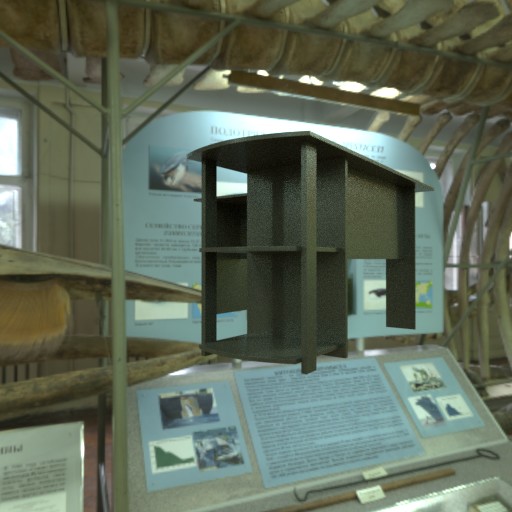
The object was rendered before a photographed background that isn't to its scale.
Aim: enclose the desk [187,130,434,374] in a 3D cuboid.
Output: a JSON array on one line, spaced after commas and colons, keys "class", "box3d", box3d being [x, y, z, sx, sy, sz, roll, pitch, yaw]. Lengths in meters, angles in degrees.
[{"class": "desk", "box3d": [0.000, 0.000, 2.153, 1.303, 0.716, 1.361, 0, 0, 37]}]
